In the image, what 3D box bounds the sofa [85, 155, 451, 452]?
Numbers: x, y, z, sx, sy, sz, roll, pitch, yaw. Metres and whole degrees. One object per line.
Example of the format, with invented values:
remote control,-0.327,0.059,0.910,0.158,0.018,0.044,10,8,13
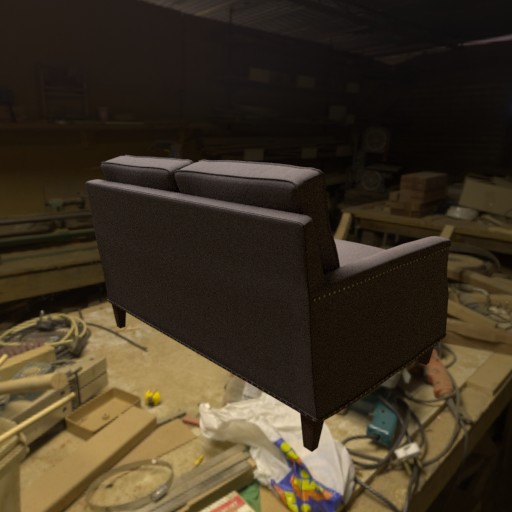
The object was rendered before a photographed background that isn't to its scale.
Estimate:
sofa,0.000,0.000,2.256,1.084,1.003,1.597,-15,22,-42
